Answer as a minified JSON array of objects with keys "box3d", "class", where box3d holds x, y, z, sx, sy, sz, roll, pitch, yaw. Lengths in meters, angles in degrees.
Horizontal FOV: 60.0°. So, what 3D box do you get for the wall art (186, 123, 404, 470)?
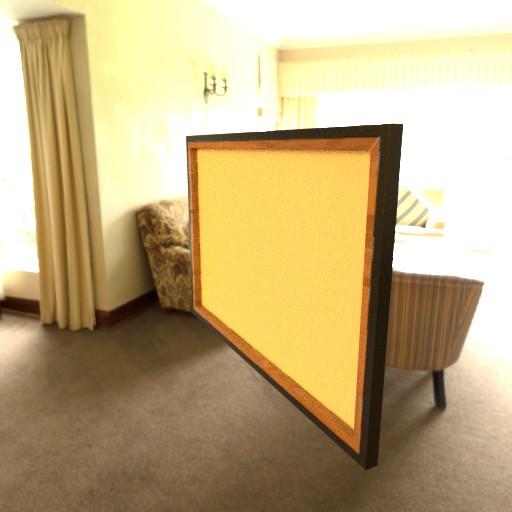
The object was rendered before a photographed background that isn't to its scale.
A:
[{"box3d":[0.000,0.000,0.826,0.022,0.446,0.659,-7,16,-27],"class":"wall art"}]
